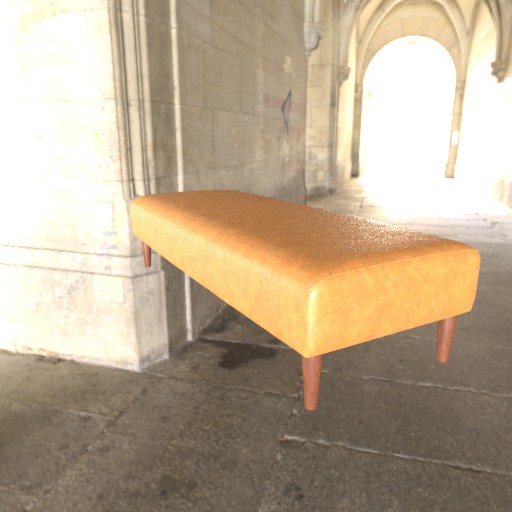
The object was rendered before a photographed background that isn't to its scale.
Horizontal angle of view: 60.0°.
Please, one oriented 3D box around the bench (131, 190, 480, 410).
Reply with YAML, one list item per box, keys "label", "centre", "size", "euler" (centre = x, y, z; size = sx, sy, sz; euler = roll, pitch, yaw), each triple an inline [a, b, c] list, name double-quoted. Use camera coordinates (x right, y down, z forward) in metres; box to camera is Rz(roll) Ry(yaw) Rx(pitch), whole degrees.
- label: "bench"
  centre: [0.000, 0.000, 1.844]
  size: [0.653, 0.399, 1.610]
  euler: [-8, 17, -28]
